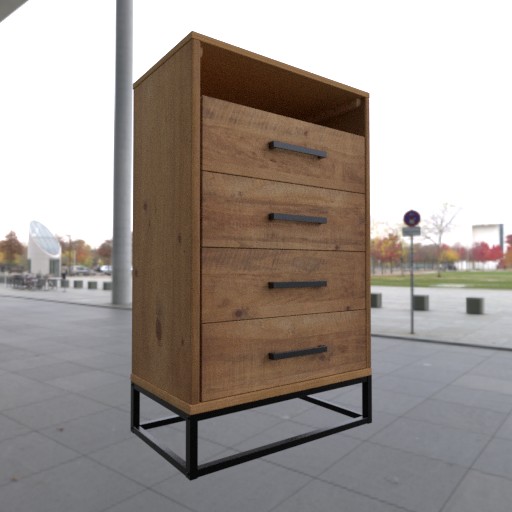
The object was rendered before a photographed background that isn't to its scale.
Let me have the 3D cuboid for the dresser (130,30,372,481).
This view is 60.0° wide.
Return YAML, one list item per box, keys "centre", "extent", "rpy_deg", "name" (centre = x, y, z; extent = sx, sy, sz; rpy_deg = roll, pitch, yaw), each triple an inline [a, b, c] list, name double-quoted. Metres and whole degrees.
- centre: [0.000, 0.000, 1.614]
  extent: [0.761, 1.240, 0.479]
  rpy_deg: [1, -2, -36]
  name: "dresser"
